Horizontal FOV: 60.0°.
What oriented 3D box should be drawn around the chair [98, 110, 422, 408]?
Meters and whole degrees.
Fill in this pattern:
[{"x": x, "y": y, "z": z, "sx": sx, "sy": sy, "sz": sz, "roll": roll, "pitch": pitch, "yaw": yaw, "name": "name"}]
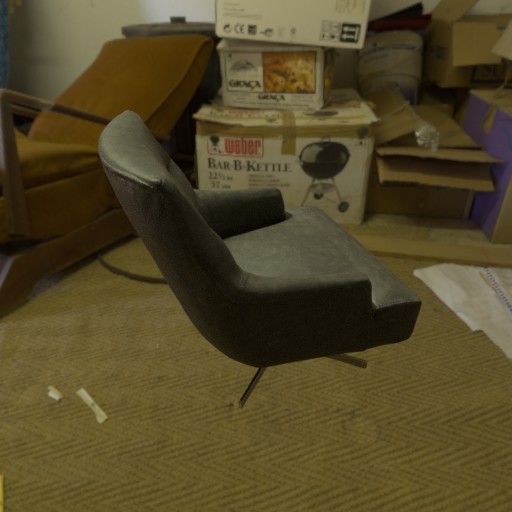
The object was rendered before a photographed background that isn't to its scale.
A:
[{"x": 0.000, "y": 0.000, "z": 1.495, "sx": 0.874, "sy": 0.870, "sz": 0.738, "roll": -10, "pitch": 33, "yaw": -16, "name": "chair"}]
